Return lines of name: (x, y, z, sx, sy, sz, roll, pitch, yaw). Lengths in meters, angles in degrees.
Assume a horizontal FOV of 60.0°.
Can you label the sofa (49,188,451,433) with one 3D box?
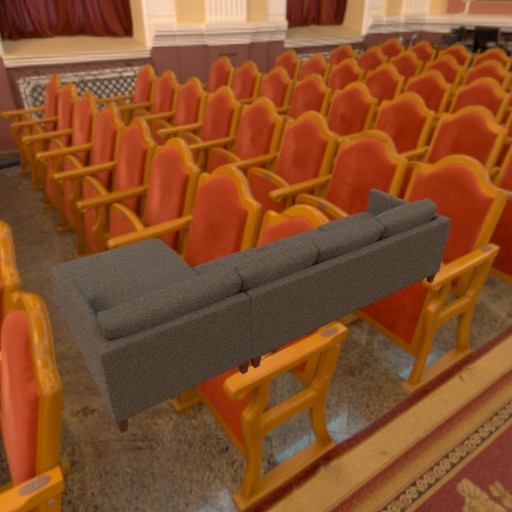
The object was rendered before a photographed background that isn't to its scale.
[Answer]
sofa: (0.000, 0.000, 3.923, 3.186, 0.846, 1.625, -19, 35, -29)
